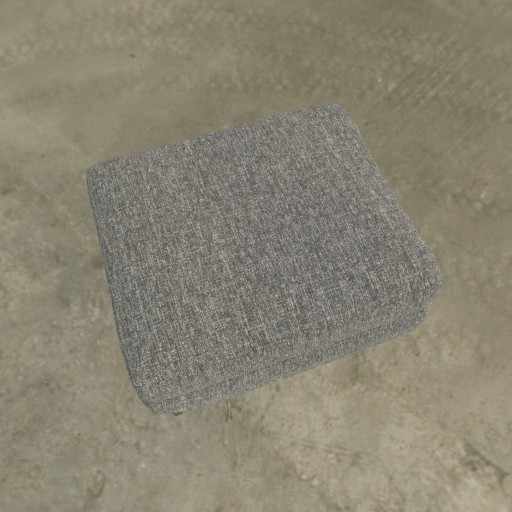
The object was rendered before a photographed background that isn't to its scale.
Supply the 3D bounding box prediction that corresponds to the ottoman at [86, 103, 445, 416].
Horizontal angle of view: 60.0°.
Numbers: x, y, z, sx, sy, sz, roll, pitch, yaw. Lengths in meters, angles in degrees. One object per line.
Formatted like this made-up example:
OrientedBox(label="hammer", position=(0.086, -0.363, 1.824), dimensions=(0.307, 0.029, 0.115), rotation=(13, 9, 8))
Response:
OrientedBox(label="ottoman", position=(0.000, 0.000, 1.283), dimensions=(0.828, 0.480, 0.683), rotation=(-17, 64, -9))
